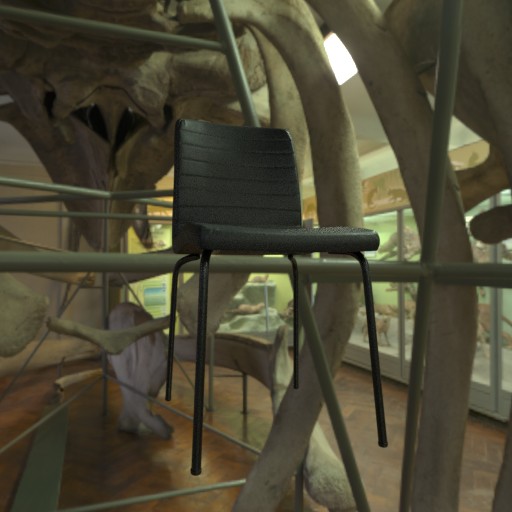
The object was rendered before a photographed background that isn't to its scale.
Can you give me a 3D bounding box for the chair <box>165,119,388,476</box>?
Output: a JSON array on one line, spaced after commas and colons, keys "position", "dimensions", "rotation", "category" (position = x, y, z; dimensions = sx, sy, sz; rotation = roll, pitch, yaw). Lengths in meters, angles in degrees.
[{"position": [0.000, 0.000, 1.209], "dimensions": [0.450, 0.872, 0.572], "rotation": [0, -1, -18], "category": "chair"}]
